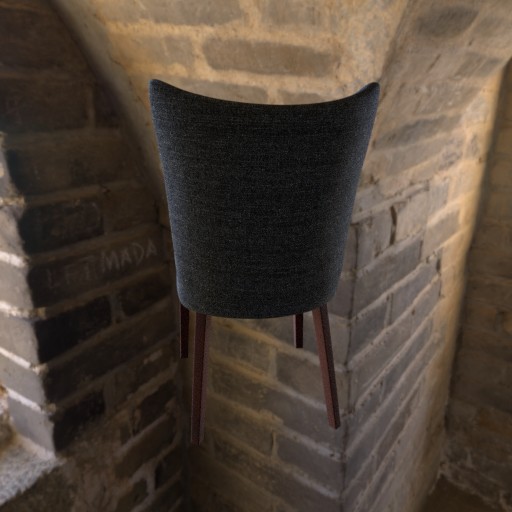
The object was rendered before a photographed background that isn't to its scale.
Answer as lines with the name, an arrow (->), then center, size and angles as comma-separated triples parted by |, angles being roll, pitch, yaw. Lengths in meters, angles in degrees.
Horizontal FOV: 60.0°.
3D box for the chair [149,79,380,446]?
chair -> 0.000, 0.000, 1.292 | 0.535, 0.924, 0.623 | -3, 16, -10
